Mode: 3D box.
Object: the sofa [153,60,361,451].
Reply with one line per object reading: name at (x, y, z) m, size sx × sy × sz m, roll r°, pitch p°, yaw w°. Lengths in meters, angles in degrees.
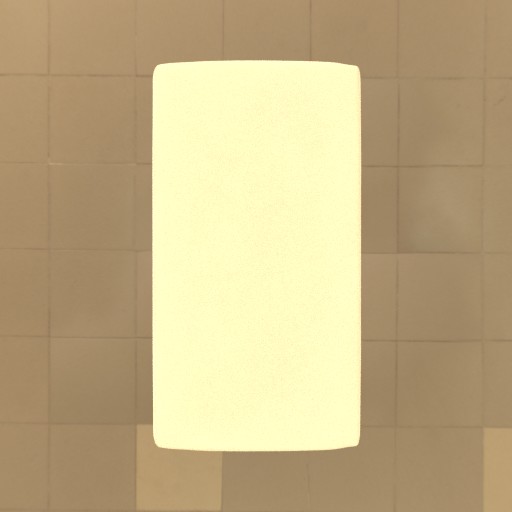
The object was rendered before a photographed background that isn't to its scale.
sofa at (0.000, 0.000, 2.110) m, size 0.939 × 0.552 × 1.677 m, roll 0°, pitch 90°, yaw 0°
